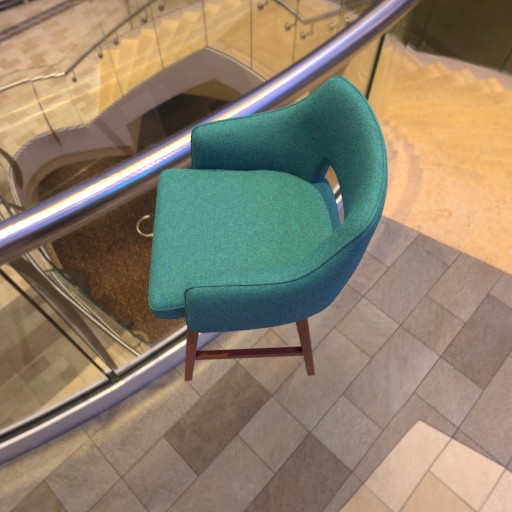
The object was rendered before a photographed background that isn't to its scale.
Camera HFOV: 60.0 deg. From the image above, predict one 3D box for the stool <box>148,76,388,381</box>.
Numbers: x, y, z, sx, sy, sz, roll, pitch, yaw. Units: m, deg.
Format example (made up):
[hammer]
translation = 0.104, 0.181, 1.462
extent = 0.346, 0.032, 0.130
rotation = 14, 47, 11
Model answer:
[stool]
translation = 0.000, 0.000, 1.332
extent = 0.556, 0.961, 0.548
rotation = -2, 59, -1
